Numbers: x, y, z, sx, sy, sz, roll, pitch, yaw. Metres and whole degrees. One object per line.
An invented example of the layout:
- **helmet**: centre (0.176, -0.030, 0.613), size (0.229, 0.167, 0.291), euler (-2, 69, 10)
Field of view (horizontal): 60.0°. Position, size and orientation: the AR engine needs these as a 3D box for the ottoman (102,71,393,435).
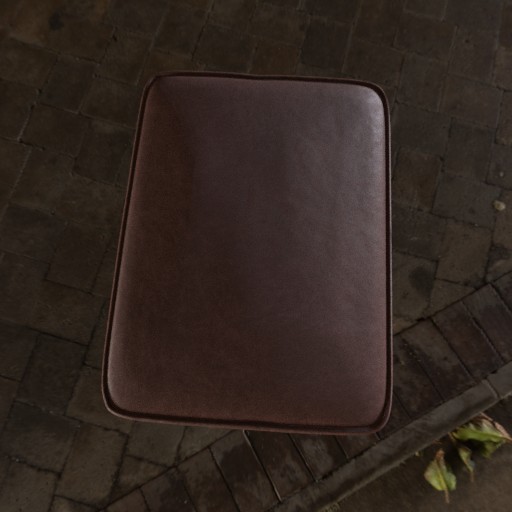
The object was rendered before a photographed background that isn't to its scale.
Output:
- **ottoman**: centre (0.000, 0.000, 1.068), size (0.548, 0.449, 0.749), euler (3, 76, 1)
